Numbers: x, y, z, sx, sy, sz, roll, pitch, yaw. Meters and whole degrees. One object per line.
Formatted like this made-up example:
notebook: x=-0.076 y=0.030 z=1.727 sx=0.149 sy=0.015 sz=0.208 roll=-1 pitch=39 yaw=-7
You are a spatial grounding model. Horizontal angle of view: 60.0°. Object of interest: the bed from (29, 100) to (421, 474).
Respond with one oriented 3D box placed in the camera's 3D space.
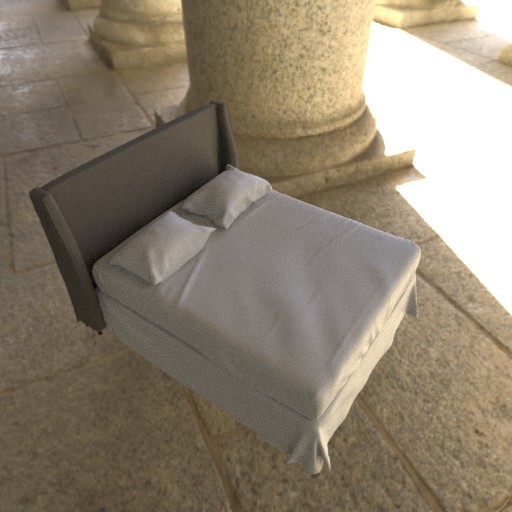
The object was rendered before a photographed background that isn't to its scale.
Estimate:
bed: x=0.000 y=0.000 z=3.354 sx=2.276 sy=1.332 sz=1.925 roll=25 pitch=46 yaw=26
